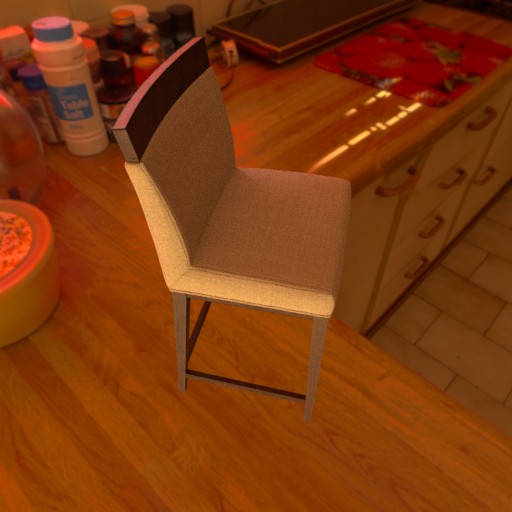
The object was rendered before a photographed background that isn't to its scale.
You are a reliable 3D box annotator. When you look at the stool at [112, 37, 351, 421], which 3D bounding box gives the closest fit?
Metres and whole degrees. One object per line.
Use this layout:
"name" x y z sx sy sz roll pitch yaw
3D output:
"stool" 0.000 0.000 1.271 0.480 1.011 0.463 10 47 9
